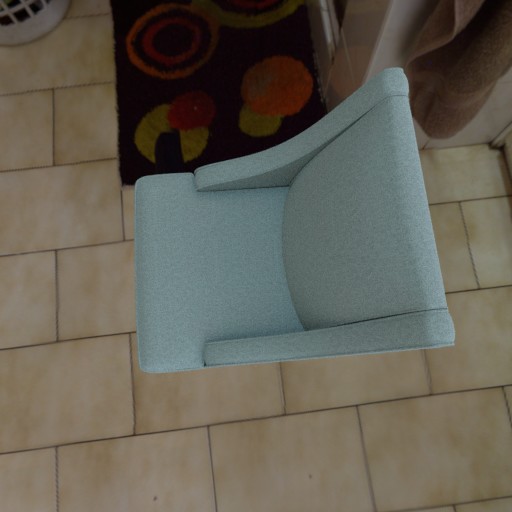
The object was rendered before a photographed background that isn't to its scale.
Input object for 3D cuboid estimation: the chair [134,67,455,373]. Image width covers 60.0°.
[{"bbox_3d":[0.000,0.000,1.803,1.025,1.133,0.857,-5,76,-1],"label":"chair"}]
